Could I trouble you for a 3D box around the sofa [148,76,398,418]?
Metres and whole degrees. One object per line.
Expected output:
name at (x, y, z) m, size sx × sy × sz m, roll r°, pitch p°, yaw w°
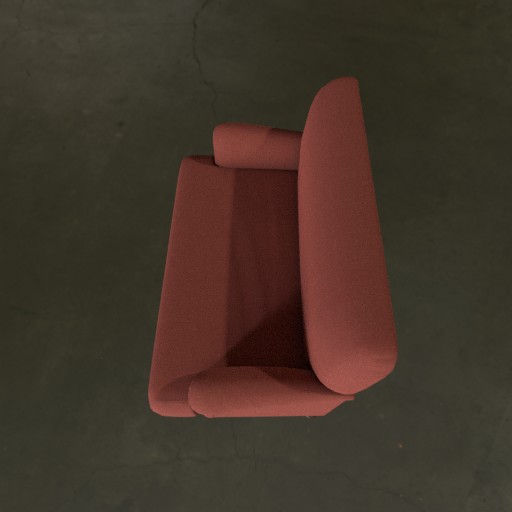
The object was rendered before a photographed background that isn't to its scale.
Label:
sofa at (0.000, 0.000, 1.823) m, size 0.779 × 0.889 × 1.297 m, roll 1°, pitch 59°, yaw 1°
